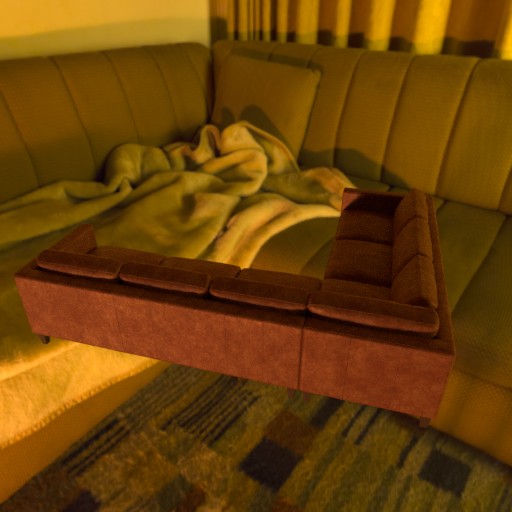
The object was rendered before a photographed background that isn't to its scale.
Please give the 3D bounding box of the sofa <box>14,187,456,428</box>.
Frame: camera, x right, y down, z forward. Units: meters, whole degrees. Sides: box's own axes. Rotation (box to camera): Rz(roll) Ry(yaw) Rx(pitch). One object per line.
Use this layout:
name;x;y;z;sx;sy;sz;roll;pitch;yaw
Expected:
sofa;0.000;0.000;4.120;3.150;0.838;2.438;8;32;14
